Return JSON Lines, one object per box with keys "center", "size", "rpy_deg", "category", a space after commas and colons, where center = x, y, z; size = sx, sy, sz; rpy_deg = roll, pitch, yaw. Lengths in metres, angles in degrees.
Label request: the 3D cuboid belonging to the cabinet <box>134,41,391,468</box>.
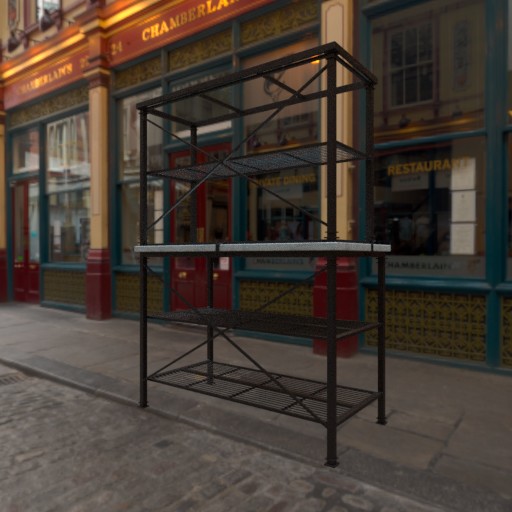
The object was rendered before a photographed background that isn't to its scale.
{"center": [0.000, 0.000, 2.298], "size": [1.210, 1.659, 0.610], "rpy_deg": [0, 0, 36], "category": "cabinet"}
